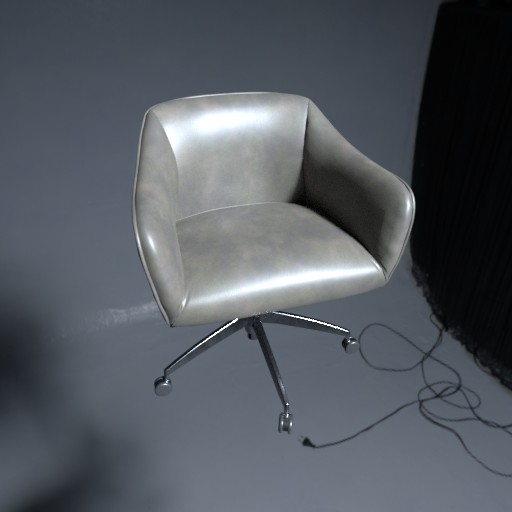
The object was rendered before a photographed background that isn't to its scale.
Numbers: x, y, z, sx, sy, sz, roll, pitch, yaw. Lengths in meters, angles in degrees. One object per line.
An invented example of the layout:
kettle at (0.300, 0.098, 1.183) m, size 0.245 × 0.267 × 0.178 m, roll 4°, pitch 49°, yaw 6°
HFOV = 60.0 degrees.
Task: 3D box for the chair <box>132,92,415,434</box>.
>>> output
chair at (0.000, 0.000, 1.341) m, size 0.713 × 0.827 × 0.689 m, roll -9°, pitch 32°, yaw -15°
